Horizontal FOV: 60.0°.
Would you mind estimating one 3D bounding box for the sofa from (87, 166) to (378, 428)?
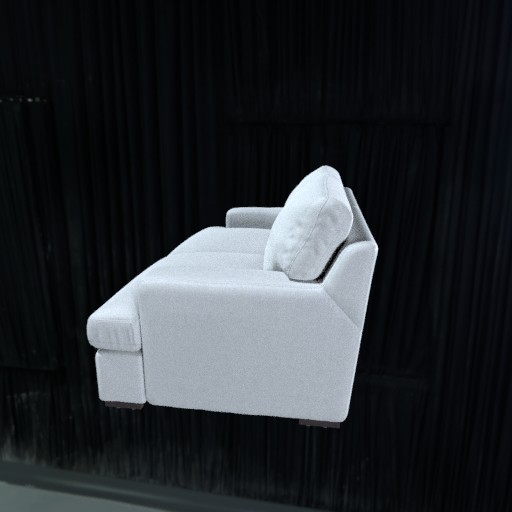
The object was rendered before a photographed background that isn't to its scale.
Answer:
[{"bbox_3d":[0.000,0.000,2.556,1.143,0.940,1.880,2,15,8],"label":"sofa"}]
